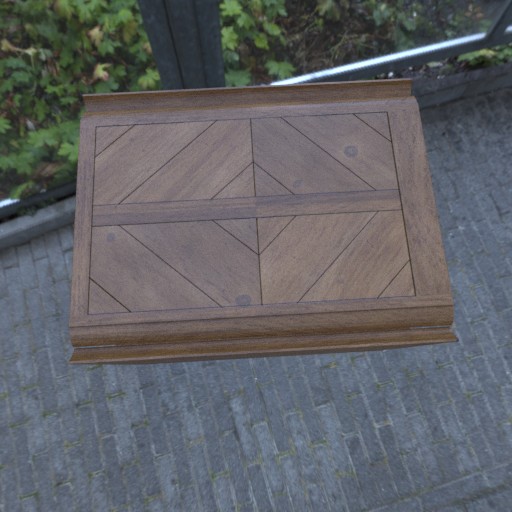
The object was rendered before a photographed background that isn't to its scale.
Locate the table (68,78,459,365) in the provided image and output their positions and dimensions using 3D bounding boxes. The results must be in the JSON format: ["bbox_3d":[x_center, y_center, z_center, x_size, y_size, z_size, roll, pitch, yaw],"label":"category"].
[{"bbox_3d":[0.000,0.000,1.283,0.746,0.763,0.591,-3,75,-1],"label":"table"}]
